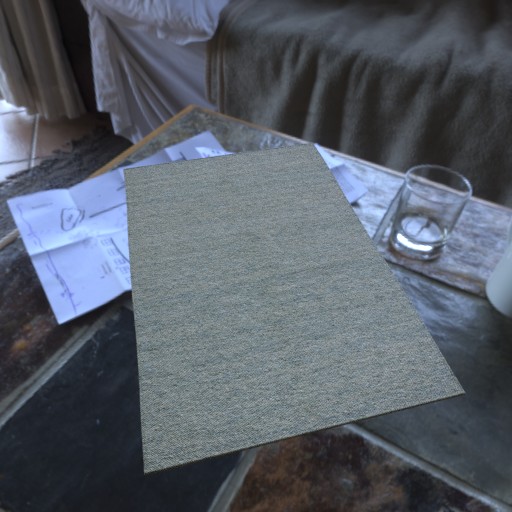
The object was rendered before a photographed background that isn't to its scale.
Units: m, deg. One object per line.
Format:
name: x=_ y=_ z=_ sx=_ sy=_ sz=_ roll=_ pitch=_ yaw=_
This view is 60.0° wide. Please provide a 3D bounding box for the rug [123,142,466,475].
rug: x=0.000 y=0.000 z=2.785 sx=1.547 sy=0.013 sz=2.283 roll=-10 pitch=47 yaw=-9
